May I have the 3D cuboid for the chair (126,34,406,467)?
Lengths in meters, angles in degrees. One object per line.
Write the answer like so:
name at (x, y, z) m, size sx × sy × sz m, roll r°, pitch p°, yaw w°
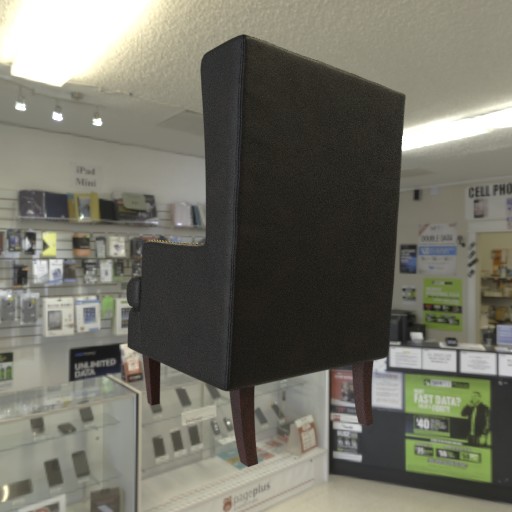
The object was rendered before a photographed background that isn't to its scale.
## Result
chair at (0.000, 0.000, 1.607) m, size 0.703 × 1.142 × 0.799 m, roll 0°, pitch -1°, yaw -37°
